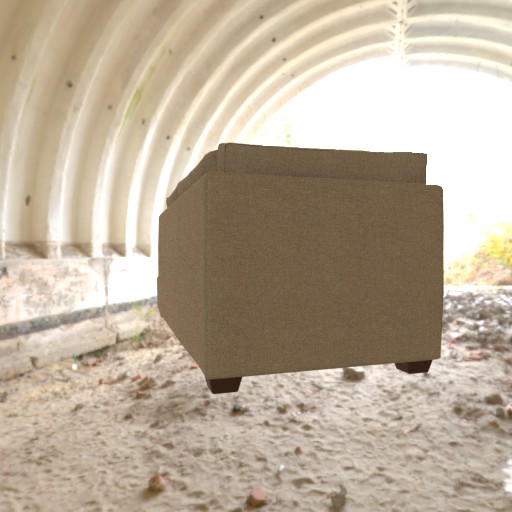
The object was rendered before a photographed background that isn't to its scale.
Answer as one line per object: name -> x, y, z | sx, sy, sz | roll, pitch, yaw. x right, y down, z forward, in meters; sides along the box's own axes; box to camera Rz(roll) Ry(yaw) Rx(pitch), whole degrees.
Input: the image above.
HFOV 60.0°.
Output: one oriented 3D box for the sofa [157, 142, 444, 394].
sofa -> 0.000, 0.000, 2.835 | 1.110, 1.019, 2.238 | 0, 0, -17
